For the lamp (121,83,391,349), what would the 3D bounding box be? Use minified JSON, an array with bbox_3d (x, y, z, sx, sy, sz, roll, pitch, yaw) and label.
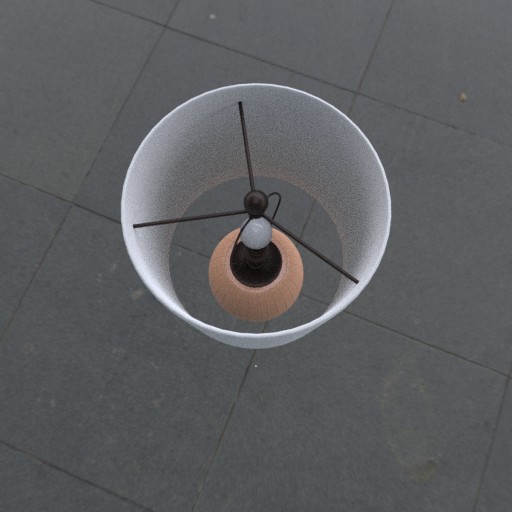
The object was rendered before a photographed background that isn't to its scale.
[{"bbox_3d":[0.000,0.000,0.800,0.329,0.570,0.329,0,76,0],"label":"lamp"}]
